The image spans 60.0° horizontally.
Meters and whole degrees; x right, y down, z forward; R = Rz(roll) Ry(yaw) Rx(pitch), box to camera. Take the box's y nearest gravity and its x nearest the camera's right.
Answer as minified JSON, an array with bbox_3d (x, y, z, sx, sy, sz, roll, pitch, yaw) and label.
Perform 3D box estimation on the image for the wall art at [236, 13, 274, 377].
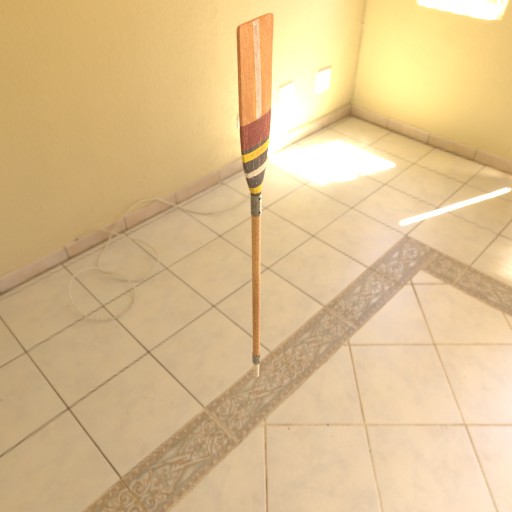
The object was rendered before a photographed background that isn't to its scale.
[{"bbox_3d":[0.000,0.000,1.598,0.038,1.556,0.146,25,48,25],"label":"wall art"}]
